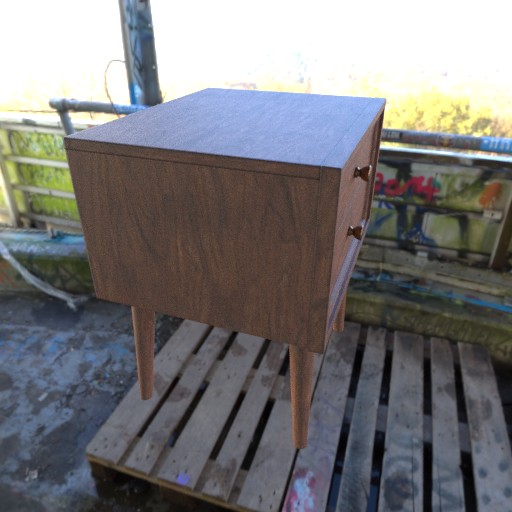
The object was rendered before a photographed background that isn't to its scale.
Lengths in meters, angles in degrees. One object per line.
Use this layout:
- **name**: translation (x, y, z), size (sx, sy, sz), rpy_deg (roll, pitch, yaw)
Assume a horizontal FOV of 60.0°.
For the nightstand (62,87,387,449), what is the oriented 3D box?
- **nightstand**: translation (0.000, 0.000, 0.976), size (0.445, 0.607, 0.521), rpy_deg (10, 31, 18)
